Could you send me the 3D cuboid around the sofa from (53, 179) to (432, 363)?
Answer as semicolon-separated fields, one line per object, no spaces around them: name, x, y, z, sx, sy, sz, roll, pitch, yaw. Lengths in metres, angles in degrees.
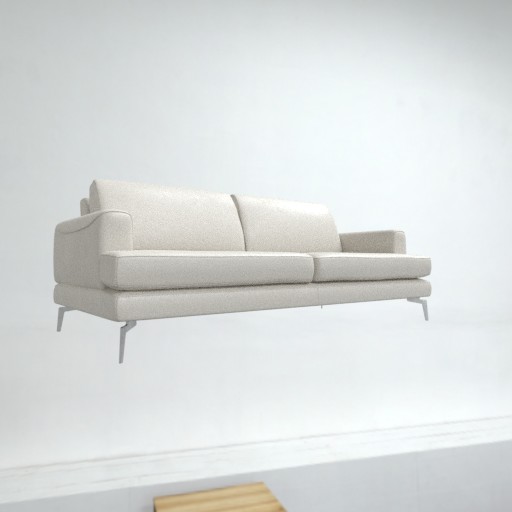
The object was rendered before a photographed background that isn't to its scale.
sofa;0.000;0.000;2.464;1.940;0.765;0.974;1;-1;-37
